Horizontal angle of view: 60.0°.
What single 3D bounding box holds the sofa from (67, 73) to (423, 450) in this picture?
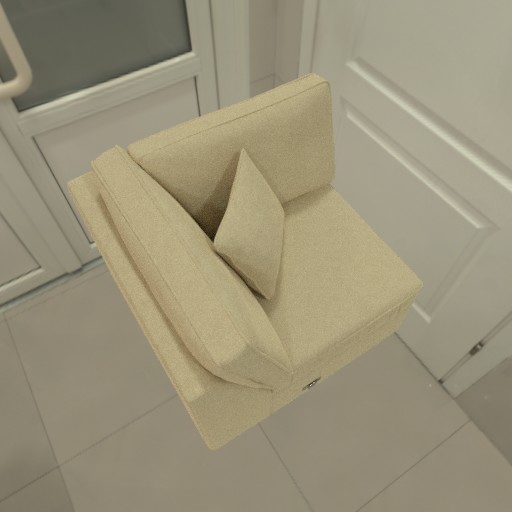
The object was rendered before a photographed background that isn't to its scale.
[{"bbox_3d":[0.000,0.000,1.967,1.146,1.002,1.084,-28,61,-17],"label":"sofa"}]
